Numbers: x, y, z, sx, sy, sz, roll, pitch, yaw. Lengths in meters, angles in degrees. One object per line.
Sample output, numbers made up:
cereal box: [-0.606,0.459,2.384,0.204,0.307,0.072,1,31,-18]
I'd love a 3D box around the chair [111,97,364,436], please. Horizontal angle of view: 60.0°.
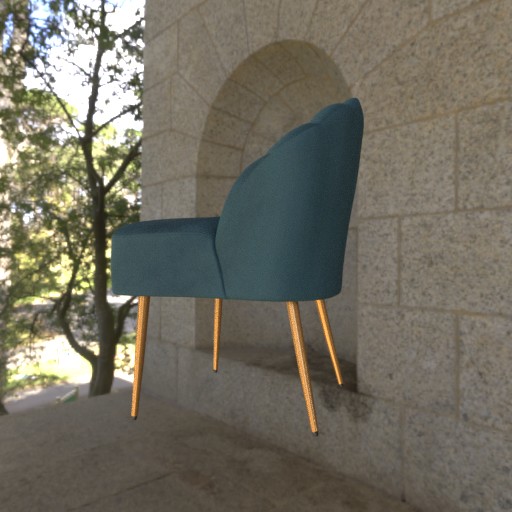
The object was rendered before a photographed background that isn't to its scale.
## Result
chair: [0.000,0.000,1.269,0.599,0.819,0.657,0,-1,19]
